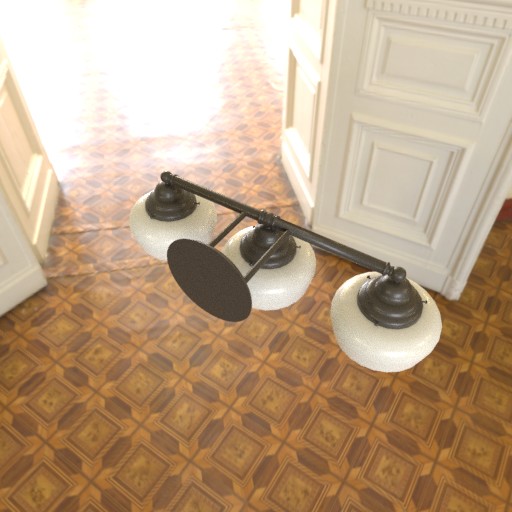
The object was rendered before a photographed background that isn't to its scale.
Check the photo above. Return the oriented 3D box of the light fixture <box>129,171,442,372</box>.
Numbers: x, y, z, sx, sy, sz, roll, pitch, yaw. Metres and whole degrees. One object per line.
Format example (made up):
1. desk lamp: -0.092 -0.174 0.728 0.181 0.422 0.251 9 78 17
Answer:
1. light fixture: 0.000 0.000 0.706 0.587 0.242 0.239 25 50 23
